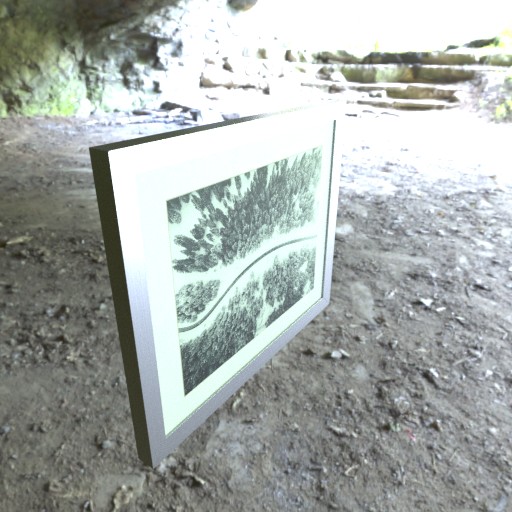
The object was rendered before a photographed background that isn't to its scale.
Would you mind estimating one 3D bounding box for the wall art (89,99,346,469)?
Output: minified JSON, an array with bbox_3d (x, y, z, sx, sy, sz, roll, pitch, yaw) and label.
[{"bbox_3d":[0.000,0.000,0.755,0.032,0.456,0.557,17,30,31],"label":"wall art"}]
